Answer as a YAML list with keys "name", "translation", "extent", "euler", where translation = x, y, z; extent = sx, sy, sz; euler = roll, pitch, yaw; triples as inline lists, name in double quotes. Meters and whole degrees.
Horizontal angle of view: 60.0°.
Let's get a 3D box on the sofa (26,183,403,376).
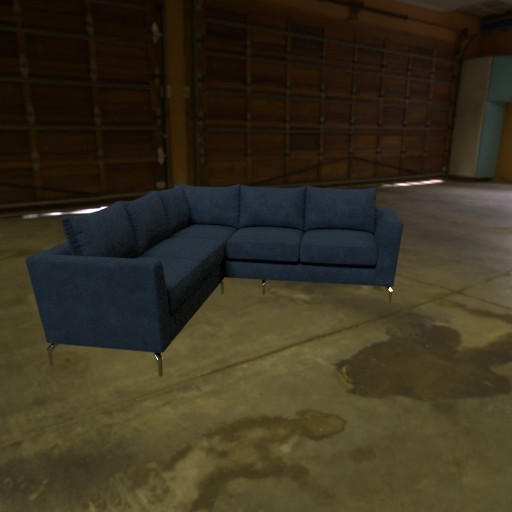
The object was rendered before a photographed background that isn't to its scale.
- name: "sofa"
  translation: [0.000, 0.000, 3.759]
  extent: [2.463, 0.988, 2.472]
  euler: [3, 15, 10]
